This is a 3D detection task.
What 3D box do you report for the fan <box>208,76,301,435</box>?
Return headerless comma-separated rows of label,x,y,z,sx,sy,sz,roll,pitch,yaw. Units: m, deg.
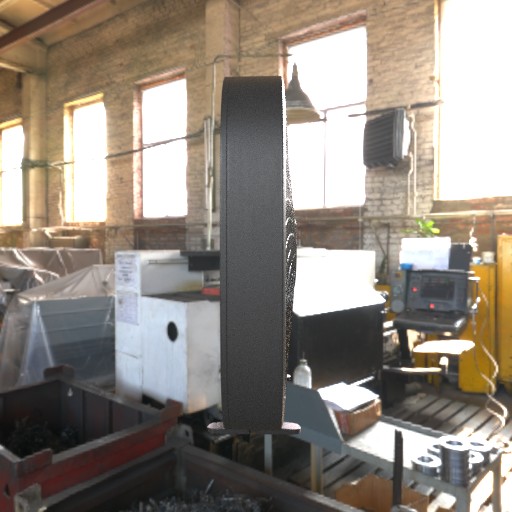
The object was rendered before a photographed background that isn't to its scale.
fan,0.000,0.000,0.805,0.142,0.533,0.526,0,1,1
